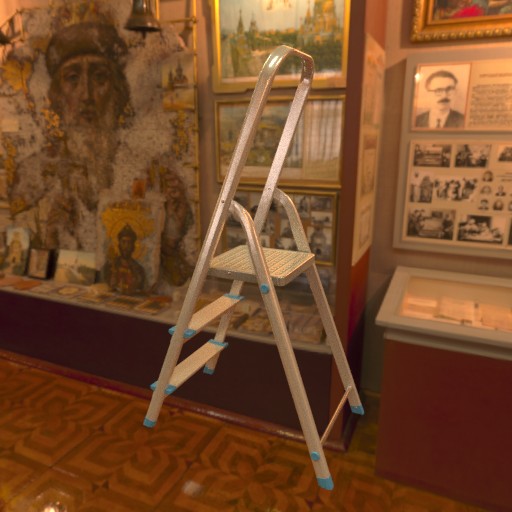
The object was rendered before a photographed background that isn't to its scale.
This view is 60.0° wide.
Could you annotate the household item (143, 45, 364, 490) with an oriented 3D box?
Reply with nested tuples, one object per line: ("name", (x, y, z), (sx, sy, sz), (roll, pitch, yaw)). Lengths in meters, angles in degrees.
("household item", (0.000, 0.000, 1.437), (0.687, 1.215, 0.420), (7, 17, 25))
